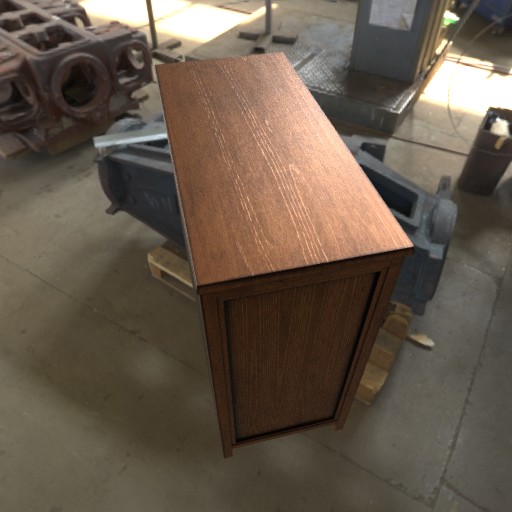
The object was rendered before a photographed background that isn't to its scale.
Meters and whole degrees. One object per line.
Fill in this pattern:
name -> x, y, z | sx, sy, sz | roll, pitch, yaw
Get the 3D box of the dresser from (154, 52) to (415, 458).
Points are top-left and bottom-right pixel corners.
dresser -> 0.000, 0.000, 1.955 | 0.591, 1.224, 1.250 | -10, 48, -9
